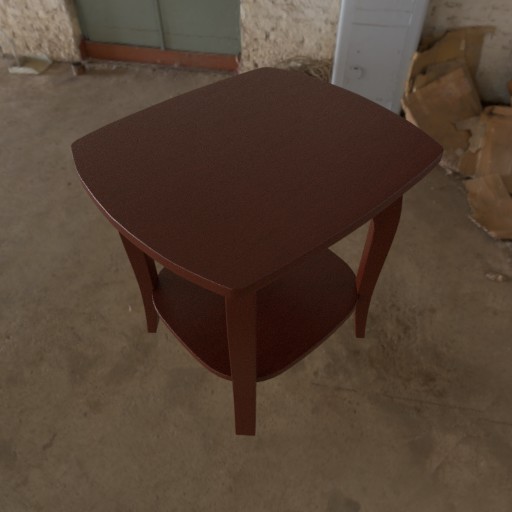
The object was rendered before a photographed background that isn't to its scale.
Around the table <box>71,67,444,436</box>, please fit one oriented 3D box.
[{"bbox_3d":[0.000,0.000,0.865,0.502,0.496,0.433,-33,54,-27],"label":"table"}]
